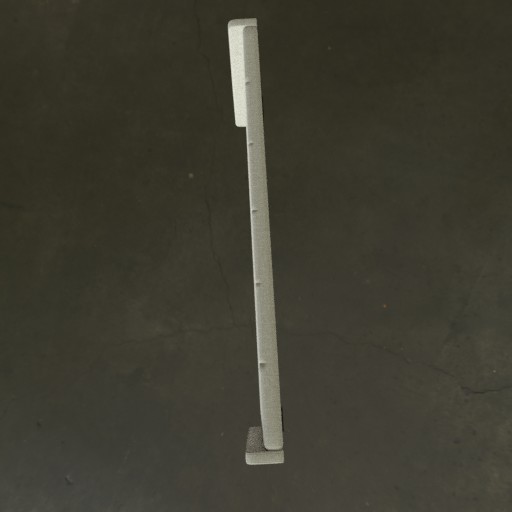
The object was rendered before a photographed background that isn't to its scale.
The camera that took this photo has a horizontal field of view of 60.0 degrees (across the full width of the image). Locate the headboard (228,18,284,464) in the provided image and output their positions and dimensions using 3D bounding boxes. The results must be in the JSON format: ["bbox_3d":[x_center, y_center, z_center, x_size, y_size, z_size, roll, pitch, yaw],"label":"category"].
[{"bbox_3d":[0.000,0.000,2.678,0.184,1.524,2.051,-3,75,-1],"label":"headboard"}]
